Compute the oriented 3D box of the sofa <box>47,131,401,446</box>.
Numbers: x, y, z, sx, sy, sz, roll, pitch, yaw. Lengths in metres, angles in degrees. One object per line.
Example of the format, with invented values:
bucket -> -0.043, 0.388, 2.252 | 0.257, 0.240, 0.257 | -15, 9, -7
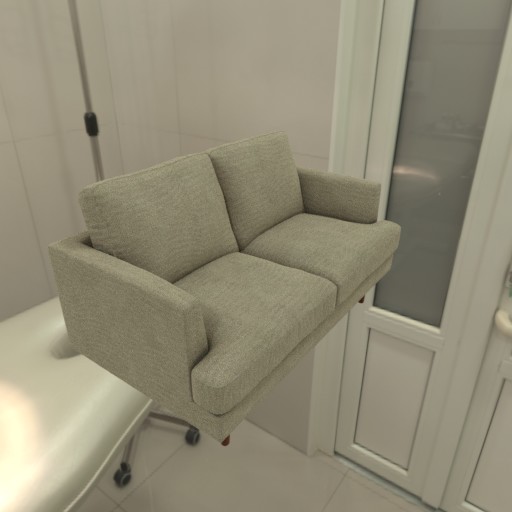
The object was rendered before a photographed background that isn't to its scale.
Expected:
sofa -> 0.000, 0.000, 2.143 | 0.903, 0.944, 1.582 | 18, 32, 32
